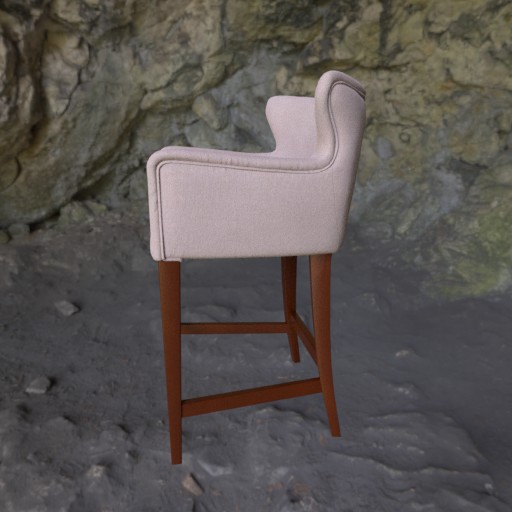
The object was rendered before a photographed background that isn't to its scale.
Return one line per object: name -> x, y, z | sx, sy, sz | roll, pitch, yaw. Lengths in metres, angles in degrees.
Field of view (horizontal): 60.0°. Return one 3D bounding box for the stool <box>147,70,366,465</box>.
stool -> 0.000, 0.000, 1.312 | 0.570, 0.951, 0.601 | -2, 15, -9
